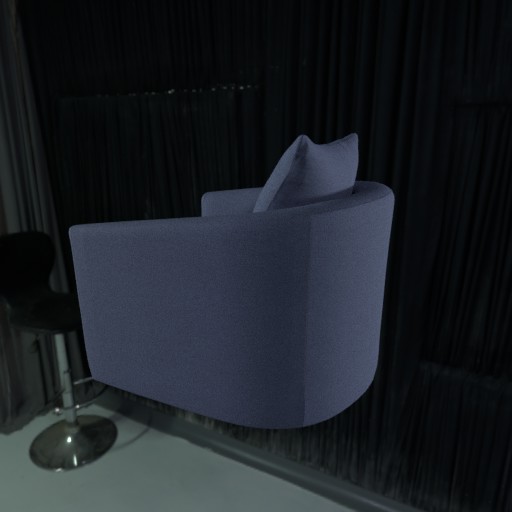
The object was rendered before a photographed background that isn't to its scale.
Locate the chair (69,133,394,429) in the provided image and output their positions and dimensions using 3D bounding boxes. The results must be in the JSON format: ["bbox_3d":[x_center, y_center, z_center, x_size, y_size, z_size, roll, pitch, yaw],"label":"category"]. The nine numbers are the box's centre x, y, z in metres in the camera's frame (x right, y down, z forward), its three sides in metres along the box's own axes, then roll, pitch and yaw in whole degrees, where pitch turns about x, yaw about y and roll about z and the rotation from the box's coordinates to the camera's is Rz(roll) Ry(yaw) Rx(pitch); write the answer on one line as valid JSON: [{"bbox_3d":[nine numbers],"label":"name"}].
[{"bbox_3d":[0.000,0.000,1.582,0.910,0.848,0.845,8,18,25],"label":"chair"}]
